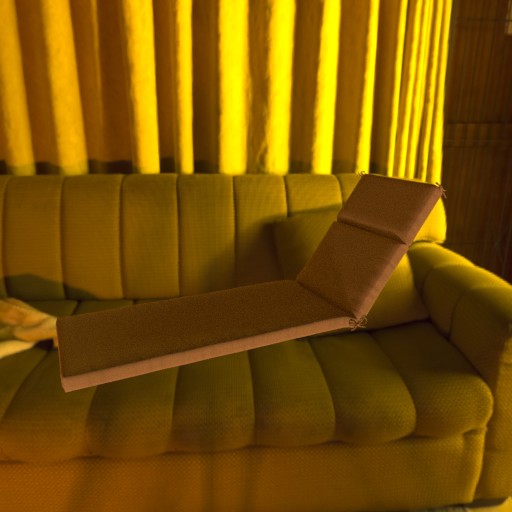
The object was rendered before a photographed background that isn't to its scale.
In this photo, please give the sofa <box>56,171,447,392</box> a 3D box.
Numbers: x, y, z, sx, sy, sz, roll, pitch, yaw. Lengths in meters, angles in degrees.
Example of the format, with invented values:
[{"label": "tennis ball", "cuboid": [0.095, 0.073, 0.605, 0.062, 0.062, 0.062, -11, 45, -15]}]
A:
[{"label": "sofa", "cuboid": [0.000, 0.000, 1.946, 1.663, 0.622, 0.582, -8, 19, -24]}]
